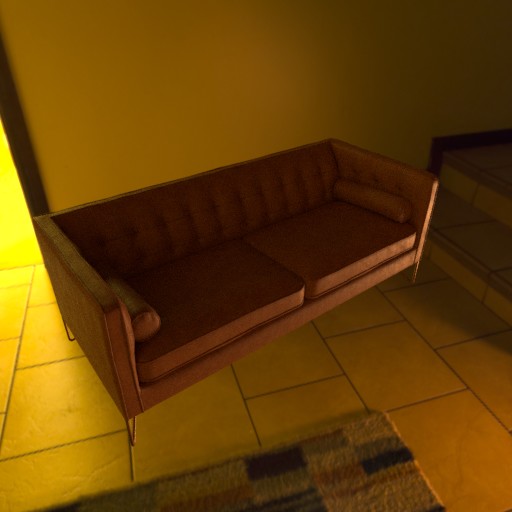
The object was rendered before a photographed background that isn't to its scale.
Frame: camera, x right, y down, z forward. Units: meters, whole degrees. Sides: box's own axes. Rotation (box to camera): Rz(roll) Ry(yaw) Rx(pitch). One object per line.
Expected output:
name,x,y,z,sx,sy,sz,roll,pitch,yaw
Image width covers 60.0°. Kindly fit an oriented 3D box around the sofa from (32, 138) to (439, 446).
sofa,0.000,0.000,2.574,2.079,0.798,0.912,-22,39,-31
